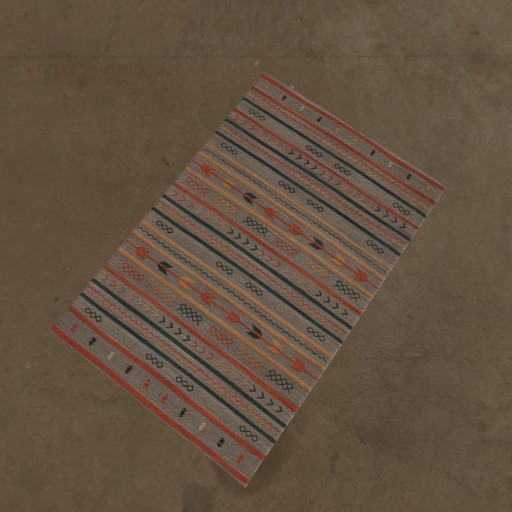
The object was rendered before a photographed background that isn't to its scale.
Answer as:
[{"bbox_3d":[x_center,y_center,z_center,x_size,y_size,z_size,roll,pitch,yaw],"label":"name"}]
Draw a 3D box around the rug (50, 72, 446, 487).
[{"bbox_3d":[0.000,0.000,2.304,1.220,0.017,1.835,35,79,8],"label":"rug"}]
